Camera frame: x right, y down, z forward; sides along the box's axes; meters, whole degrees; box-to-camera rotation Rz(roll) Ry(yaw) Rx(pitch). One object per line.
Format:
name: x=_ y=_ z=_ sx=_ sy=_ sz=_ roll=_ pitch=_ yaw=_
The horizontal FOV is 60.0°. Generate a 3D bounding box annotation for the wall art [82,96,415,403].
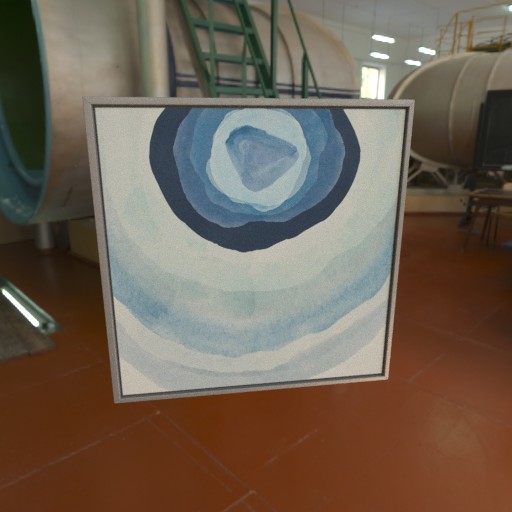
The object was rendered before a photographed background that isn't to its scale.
wall art: x=0.000 y=0.000 z=0.520 sx=0.349 sy=0.349 sz=0.028 roll=-2 pitch=17 yaw=-8
